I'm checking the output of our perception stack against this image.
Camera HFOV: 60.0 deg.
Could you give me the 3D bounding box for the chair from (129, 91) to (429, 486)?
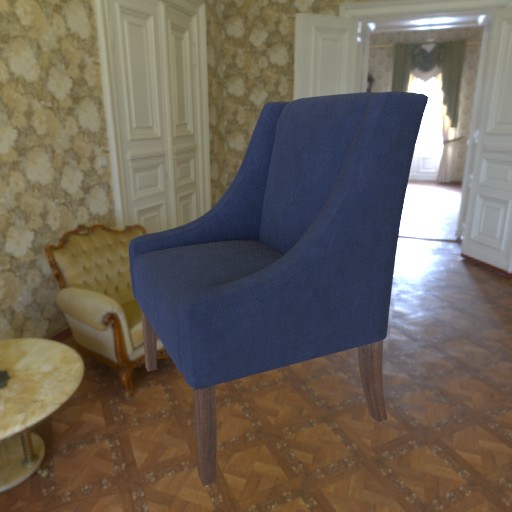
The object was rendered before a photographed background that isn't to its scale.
[{"bbox_3d":[0.000,0.000,1.295,0.629,0.895,0.629,-8,18,-25],"label":"chair"}]
